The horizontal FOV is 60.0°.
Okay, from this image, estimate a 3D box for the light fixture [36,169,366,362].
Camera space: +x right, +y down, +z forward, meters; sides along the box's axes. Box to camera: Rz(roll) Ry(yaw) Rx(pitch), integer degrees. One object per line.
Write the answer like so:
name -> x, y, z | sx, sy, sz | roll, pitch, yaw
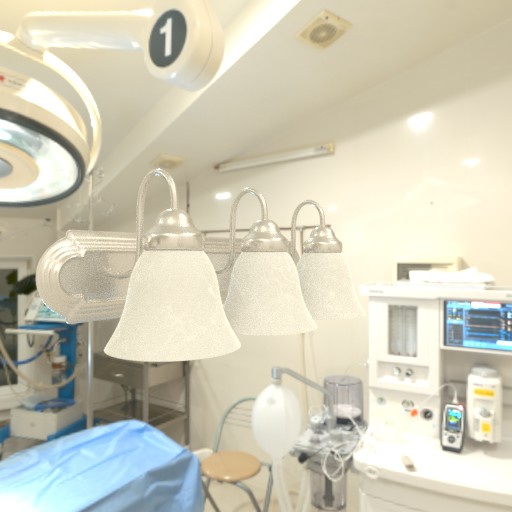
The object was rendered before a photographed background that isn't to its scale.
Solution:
light fixture -> 0.000, 0.000, 0.711 | 0.199, 0.222, 0.610 | 0, 0, 37
